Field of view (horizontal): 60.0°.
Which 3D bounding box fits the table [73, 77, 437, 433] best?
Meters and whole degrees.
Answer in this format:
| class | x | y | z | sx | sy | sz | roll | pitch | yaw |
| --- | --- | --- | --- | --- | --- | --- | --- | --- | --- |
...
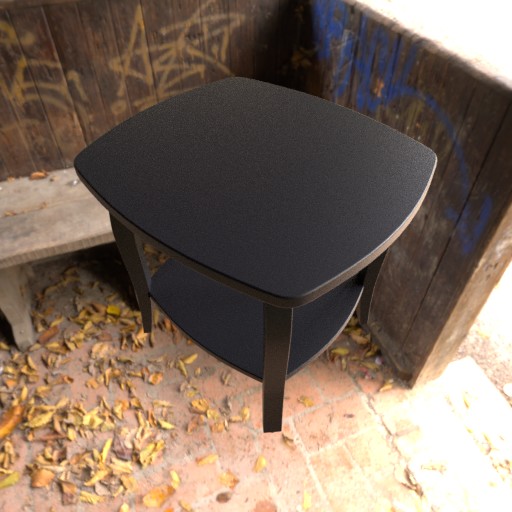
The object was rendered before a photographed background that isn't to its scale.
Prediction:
| class | x | y | z | sx | sy | sz | roll | pitch | yaw |
| --- | --- | --- | --- | --- | --- | --- | --- | --- | --- |
| table | 0.000 | 0.000 | 0.867 | 0.508 | 0.457 | 0.457 | 31 | 54 | 26 |
